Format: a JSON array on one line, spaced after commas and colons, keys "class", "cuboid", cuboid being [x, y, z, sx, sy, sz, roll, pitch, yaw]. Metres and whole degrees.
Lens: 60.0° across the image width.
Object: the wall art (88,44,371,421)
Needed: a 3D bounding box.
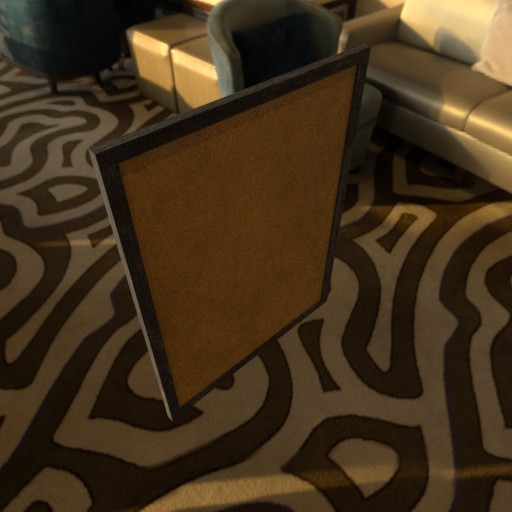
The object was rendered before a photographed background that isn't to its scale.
[{"class": "wall art", "cuboid": [0.000, 0.000, 1.380, 0.812, 1.066, 0.029, -32, 53, -29]}]
